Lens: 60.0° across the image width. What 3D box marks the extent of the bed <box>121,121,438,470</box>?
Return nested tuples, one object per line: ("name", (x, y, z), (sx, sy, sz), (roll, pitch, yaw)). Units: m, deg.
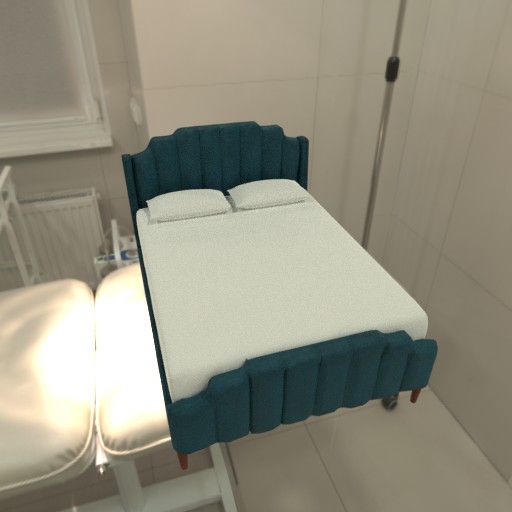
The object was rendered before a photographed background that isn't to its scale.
("bed", (0.000, 0.000, 3.320), (1.676, 1.351, 2.322), (-10, 34, -15))
